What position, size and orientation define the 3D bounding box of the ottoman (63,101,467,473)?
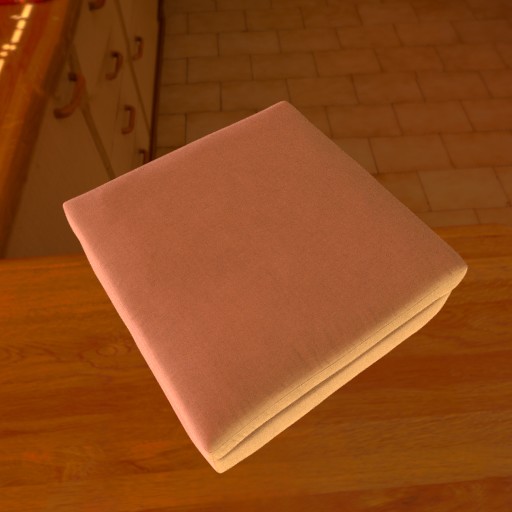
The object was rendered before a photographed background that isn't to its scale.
[{"bbox_3d":[0.000,0.000,1.842,1.171,0.517,1.203,-30,62,-18],"label":"ottoman"}]
